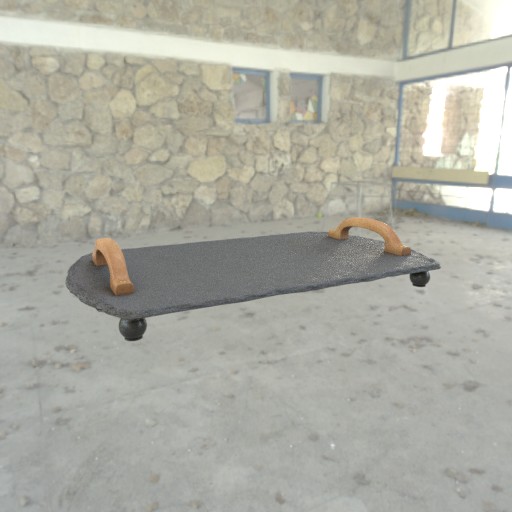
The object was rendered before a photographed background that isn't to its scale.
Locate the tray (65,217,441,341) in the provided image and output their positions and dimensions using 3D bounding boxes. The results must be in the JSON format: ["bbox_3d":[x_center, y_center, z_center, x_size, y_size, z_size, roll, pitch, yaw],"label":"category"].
[{"bbox_3d":[0.000,0.000,0.486,0.387,0.062,0.231,-7,15,-27],"label":"tray"}]
